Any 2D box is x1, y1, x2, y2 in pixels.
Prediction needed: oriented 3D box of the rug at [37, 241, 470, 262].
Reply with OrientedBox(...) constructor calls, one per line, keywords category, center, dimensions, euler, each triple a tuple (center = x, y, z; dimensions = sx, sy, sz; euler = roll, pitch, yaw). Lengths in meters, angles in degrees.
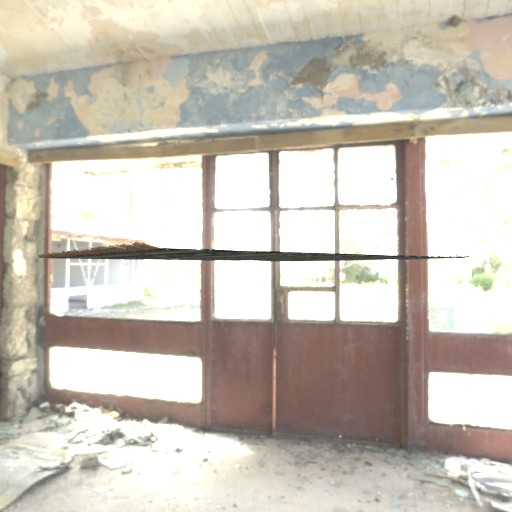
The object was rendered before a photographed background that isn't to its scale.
OrientedBox(category="rug", center=(0.000, 0.000, 4.156), dimensions=(3.307, 0.047, 2.418), euler=(1, -2, -38))
